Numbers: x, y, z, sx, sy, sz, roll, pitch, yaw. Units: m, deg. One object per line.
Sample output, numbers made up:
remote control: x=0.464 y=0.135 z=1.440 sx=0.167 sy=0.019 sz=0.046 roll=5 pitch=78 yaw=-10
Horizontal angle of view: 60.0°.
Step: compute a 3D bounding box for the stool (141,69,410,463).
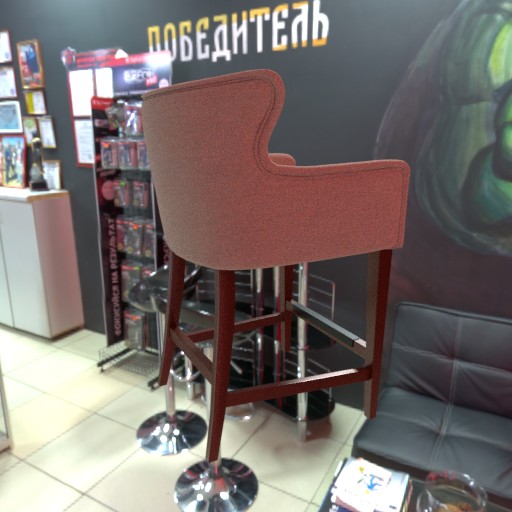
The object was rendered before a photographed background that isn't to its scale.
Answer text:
stool: x=0.000 y=0.000 z=1.368 sx=0.637 sy=0.987 sz=0.615 roll=-8 pitch=16 yaw=-27
